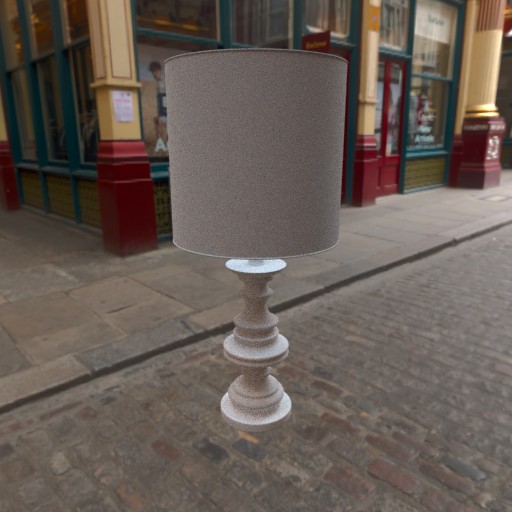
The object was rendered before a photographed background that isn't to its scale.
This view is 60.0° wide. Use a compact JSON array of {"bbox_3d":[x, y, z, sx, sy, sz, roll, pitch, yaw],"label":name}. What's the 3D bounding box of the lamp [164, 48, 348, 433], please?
[{"bbox_3d":[0.000,0.000,0.572,0.208,0.455,0.208,-14,20,-42],"label":"lamp"}]
